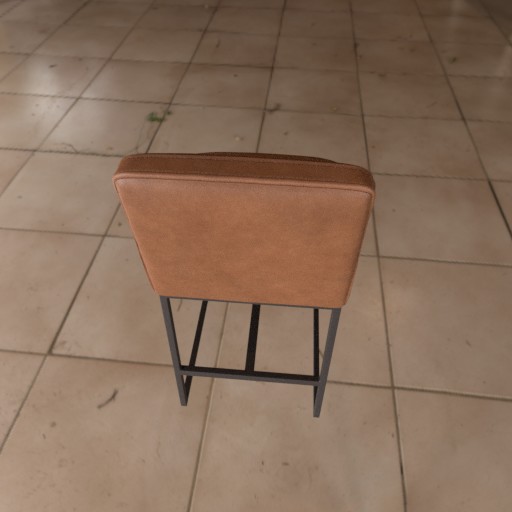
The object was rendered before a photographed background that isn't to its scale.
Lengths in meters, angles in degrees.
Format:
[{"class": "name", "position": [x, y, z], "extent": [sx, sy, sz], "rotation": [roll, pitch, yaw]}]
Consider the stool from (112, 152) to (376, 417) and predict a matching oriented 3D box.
[{"class": "stool", "position": [0.000, 0.000, 1.215], "extent": [0.458, 0.940, 0.556], "rotation": [4, 47, 3]}]
